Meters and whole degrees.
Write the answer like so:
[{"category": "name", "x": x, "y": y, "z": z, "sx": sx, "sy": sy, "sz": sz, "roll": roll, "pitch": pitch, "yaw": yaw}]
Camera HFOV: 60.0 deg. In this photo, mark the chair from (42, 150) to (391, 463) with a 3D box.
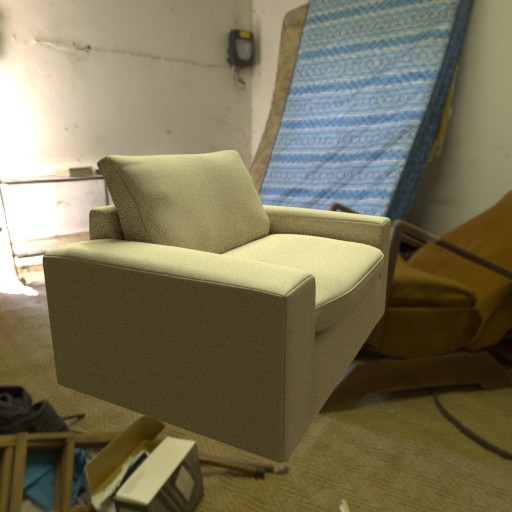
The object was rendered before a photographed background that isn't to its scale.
[{"category": "chair", "x": 0.000, "y": 0.000, "z": 2.001, "sx": 1.039, "sy": 0.915, "sz": 1.398, "roll": 7, "pitch": 16, "yaw": 27}]
